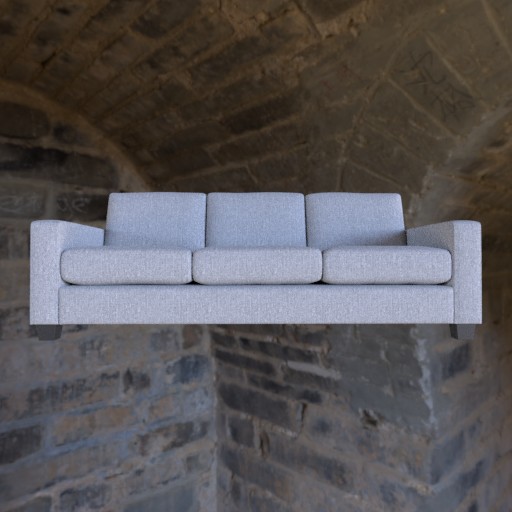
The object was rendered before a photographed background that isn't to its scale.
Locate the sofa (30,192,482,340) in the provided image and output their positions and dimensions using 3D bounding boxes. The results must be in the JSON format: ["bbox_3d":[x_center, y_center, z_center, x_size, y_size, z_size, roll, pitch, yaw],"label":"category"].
[{"bbox_3d":[0.000,0.000,2.501,2.120,0.800,0.900,0,-1,-1],"label":"sofa"}]
